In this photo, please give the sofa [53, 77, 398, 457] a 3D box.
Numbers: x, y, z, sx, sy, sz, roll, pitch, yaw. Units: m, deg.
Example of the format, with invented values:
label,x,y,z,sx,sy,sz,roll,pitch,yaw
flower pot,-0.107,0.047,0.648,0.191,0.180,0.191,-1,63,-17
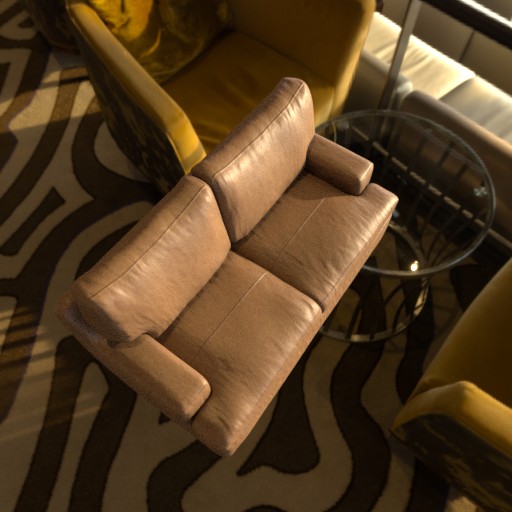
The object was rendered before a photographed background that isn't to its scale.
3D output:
label,x,y,z,sx,sy,sz,roll,pitch,yaw
sofa,0.000,0.000,2.469,0.962,0.980,1.855,32,65,17
